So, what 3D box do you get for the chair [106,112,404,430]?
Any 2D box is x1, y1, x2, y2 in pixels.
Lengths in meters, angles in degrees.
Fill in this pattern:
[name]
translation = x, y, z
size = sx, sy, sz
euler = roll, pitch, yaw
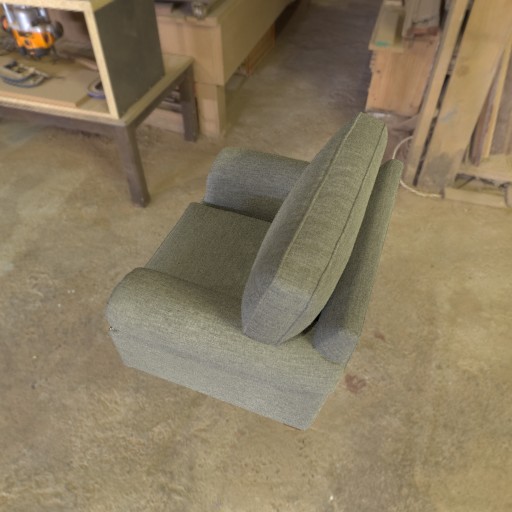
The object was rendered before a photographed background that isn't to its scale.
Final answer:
[chair]
translation = 0.000, 0.000, 1.857
size = 0.965, 0.961, 1.092
euler = 15, 49, 14
